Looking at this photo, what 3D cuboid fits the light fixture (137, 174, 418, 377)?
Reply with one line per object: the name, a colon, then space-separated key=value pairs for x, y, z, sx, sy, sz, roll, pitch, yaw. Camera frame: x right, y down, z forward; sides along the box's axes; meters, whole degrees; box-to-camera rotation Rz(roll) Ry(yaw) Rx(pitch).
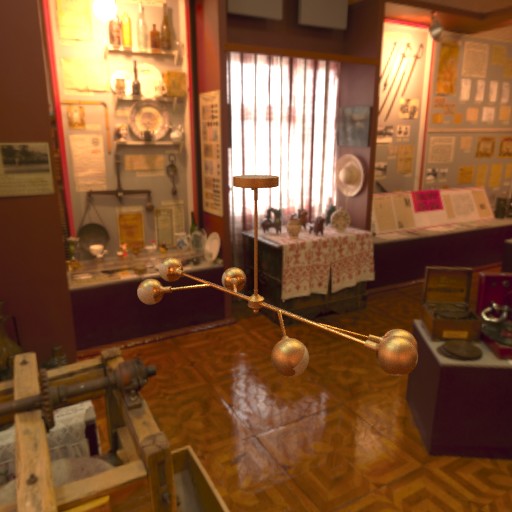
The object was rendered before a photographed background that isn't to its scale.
light fixture: x=0.000 y=0.000 z=1.021 sx=0.434 sy=0.362 sz=0.778 roll=-8 pitch=17 yaw=-26
